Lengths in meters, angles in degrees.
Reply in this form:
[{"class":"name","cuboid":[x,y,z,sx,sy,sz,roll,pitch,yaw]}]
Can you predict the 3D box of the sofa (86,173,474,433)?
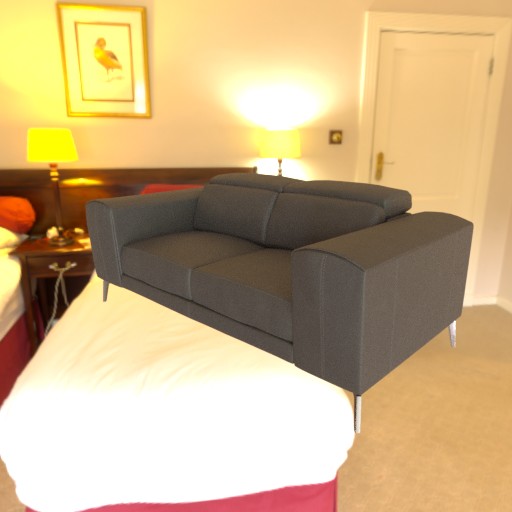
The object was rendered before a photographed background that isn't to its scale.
[{"class":"sofa","cuboid":[0.000,0.000,2.393,1.895,0.779,1.003,15,21,42]}]
